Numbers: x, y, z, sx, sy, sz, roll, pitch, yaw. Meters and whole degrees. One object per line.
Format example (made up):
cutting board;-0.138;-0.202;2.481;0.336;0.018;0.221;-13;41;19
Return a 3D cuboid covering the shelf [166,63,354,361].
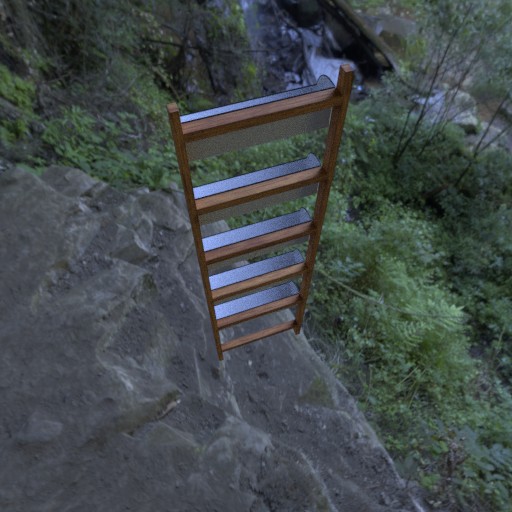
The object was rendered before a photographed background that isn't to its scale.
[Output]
shelf;0.000;0.000;1.726;0.454;1.600;0.141;-17;59;-10
